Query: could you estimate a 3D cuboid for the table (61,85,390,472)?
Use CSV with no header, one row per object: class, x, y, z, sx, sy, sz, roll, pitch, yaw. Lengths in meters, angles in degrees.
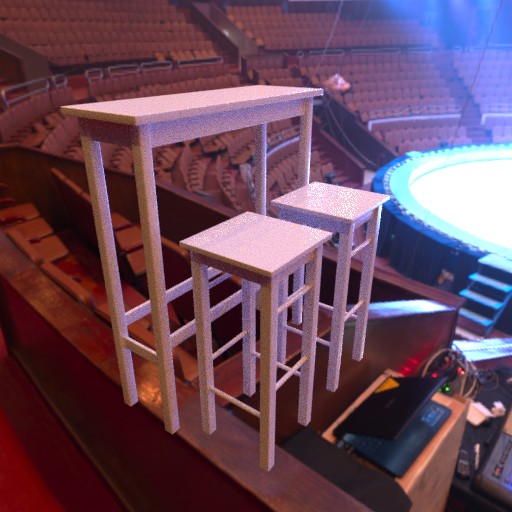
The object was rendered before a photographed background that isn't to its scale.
table,0.000,0.000,1.591,0.650,1.065,0.915,18,31,33
